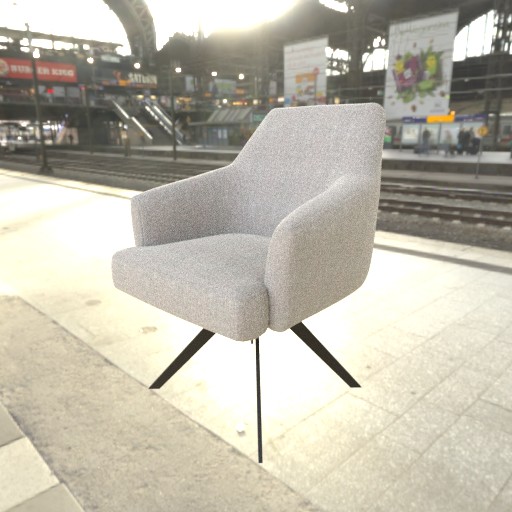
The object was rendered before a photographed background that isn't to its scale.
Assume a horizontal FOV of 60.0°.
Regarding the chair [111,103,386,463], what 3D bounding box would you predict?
[{"bbox_3d":[0.000,0.000,1.313,0.642,0.874,0.677,14,21,42],"label":"chair"}]
